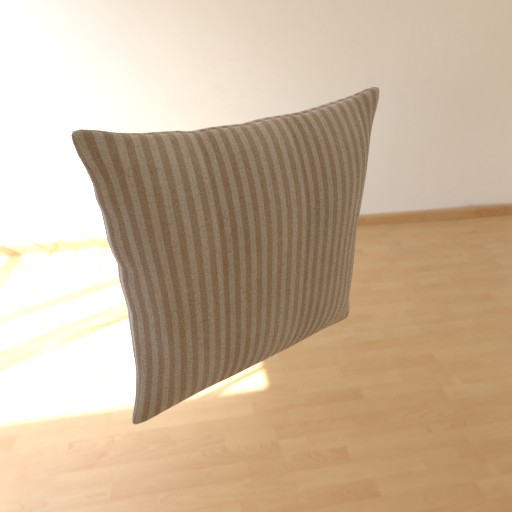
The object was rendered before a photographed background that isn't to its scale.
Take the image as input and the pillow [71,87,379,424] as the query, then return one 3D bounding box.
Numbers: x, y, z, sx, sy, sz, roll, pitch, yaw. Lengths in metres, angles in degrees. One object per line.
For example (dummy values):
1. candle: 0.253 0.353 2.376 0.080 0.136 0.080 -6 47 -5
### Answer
1. pillow: 0.000 0.000 0.767 0.523 0.510 0.166 -20 36 -30
